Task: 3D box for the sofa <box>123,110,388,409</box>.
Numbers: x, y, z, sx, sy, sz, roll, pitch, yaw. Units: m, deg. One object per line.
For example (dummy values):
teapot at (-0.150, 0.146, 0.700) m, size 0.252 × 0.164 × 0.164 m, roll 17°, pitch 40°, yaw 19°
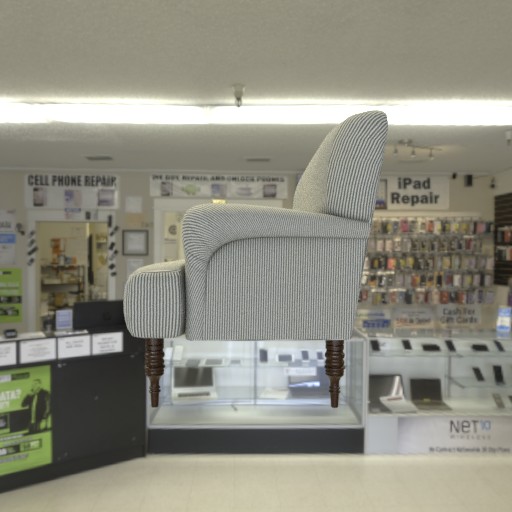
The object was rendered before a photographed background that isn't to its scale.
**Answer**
sofa at (0.000, 0.000, 1.859) m, size 0.779 × 0.889 × 1.297 m, roll 0°, pitch 1°, yaw 0°
